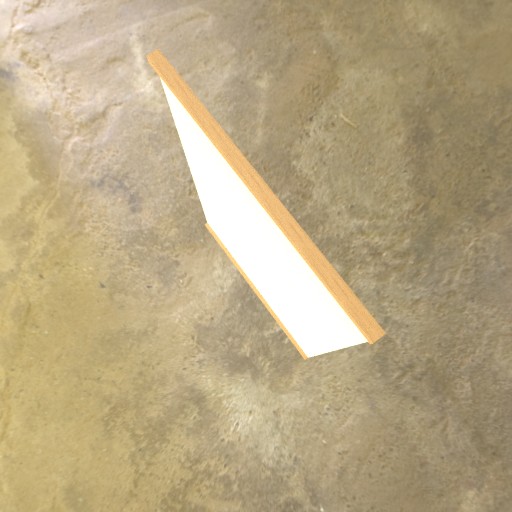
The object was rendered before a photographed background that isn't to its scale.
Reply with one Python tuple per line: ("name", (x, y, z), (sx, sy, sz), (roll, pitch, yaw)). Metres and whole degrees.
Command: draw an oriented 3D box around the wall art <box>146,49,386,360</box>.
("wall art", (0.000, 0.000, 1.884), (0.040, 1.510, 0.991), (-35, 78, -9))
